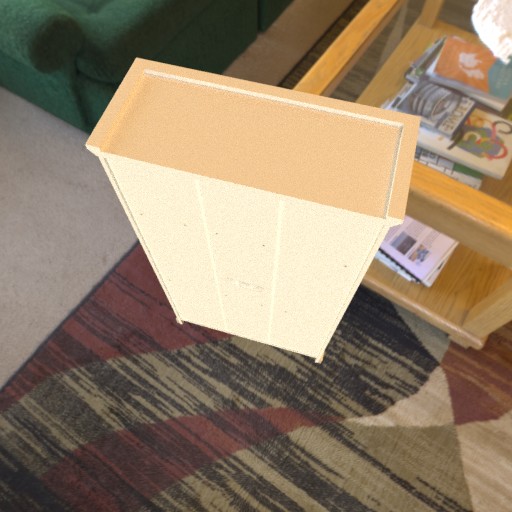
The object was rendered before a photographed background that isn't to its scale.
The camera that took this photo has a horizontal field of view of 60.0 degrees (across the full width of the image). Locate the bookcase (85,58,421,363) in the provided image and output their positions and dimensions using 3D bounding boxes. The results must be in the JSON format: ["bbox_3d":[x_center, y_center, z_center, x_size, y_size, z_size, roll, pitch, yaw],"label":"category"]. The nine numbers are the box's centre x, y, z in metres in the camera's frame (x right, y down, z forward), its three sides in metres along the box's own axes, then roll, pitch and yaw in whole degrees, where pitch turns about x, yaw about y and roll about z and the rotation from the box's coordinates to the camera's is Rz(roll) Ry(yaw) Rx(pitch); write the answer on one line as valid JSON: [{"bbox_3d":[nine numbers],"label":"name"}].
[{"bbox_3d":[0.000,0.000,2.328,1.050,1.880,0.432,15,64,7],"label":"bookcase"}]
